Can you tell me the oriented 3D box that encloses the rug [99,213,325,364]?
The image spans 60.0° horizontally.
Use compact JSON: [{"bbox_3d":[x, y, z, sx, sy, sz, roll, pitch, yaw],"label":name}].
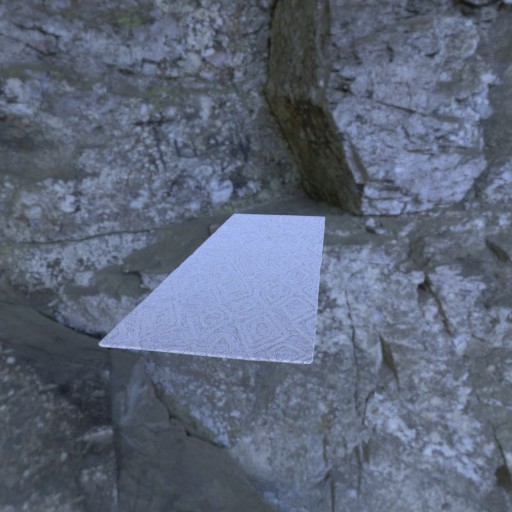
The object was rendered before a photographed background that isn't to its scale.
[{"bbox_3d":[0.000,0.000,2.735,0.807,0.013,2.436,3,17,9],"label":"rug"}]
